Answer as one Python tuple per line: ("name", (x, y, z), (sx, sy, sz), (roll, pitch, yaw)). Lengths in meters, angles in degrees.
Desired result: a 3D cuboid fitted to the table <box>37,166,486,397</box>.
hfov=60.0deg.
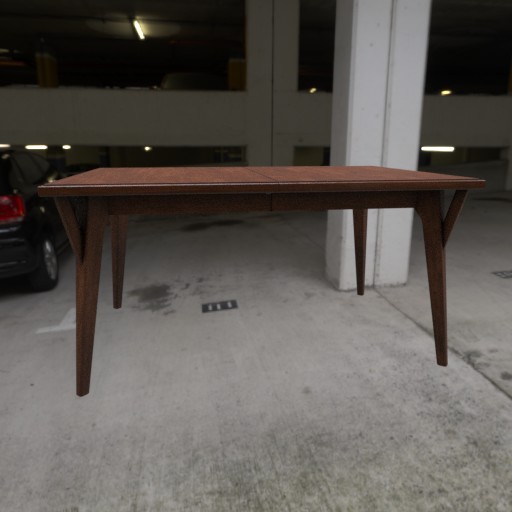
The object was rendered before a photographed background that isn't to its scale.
("table", (0.000, 0.000, 2.049), (1.524, 0.761, 0.990), (-2, 14, -9))
